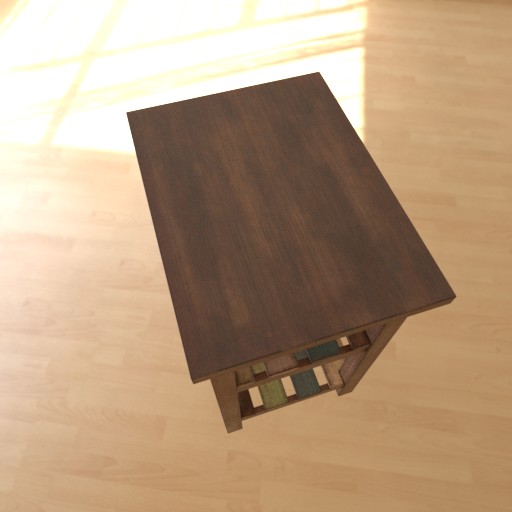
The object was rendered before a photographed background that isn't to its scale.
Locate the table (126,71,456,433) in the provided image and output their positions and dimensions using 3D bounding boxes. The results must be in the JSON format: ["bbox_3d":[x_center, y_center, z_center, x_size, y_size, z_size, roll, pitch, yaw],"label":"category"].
[{"bbox_3d":[0.000,0.000,0.949,0.356,0.584,0.609,-15,60,-9],"label":"table"}]
